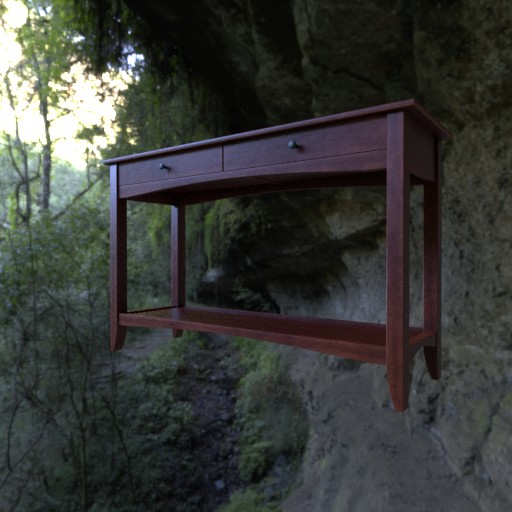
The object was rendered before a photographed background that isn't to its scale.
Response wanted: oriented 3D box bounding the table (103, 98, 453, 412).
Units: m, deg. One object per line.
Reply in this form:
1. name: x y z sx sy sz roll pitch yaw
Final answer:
1. table: 0.000 0.000 1.533 1.188 0.739 0.392 0 1 36
